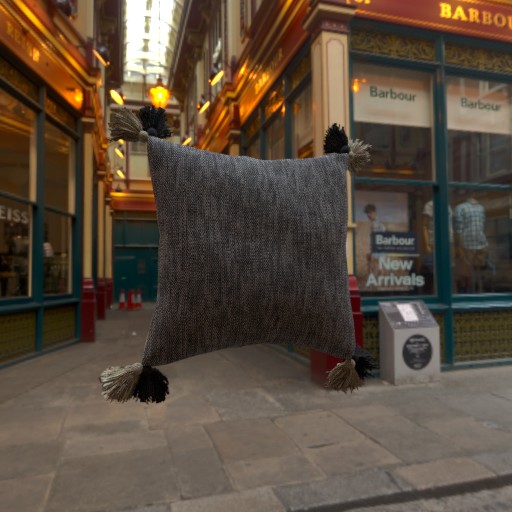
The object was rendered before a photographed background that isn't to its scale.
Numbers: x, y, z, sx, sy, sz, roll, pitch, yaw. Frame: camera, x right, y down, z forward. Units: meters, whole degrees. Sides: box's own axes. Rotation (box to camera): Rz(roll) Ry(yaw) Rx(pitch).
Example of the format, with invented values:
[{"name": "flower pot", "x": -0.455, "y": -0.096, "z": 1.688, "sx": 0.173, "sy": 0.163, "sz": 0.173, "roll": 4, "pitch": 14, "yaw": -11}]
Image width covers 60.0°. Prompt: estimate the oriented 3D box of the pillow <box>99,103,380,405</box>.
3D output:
[{"name": "pillow", "x": 0.000, "y": 0.000, "z": 0.980, "sx": 0.654, "sy": 0.659, "sz": 0.170, "roll": 1, "pitch": -2, "yaw": -17}]
